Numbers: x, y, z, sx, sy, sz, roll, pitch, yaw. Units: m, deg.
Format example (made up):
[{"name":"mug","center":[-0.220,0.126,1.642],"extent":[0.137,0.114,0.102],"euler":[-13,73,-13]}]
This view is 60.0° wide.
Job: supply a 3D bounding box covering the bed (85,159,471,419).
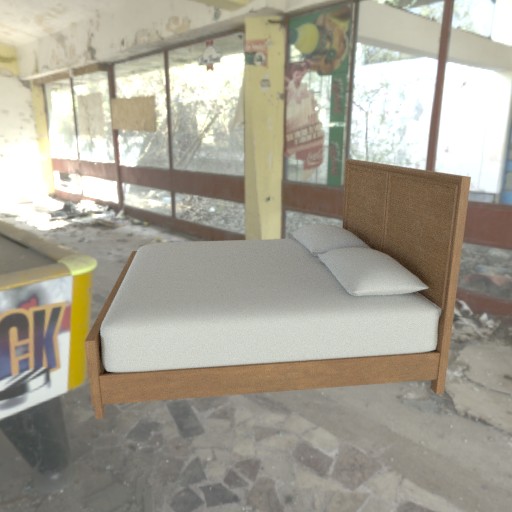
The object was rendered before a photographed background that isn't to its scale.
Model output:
[{"name":"bed","center":[0.000,0.000,3.506],"extent":[2.184,1.387,2.003],"euler":[-2,15,-7]}]
